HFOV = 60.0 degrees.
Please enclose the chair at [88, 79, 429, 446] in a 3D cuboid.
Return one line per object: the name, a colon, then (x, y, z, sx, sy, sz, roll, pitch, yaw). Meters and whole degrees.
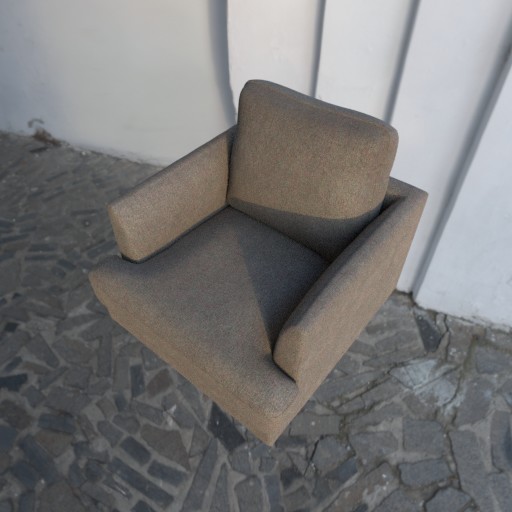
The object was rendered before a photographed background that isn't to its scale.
chair: (0.000, 0.000, 1.608, 0.858, 0.957, 0.899, 31, 54, 26)
